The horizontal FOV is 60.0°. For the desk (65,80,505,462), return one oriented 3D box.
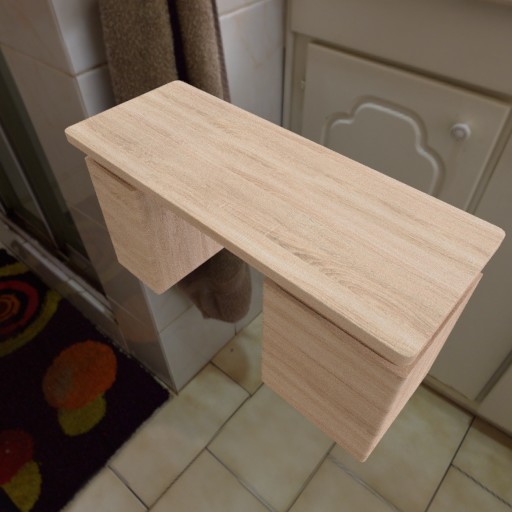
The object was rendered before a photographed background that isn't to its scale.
[{"bbox_3d":[0.000,0.000,1.692,1.400,0.760,0.550,33,55,28],"label":"desk"}]
